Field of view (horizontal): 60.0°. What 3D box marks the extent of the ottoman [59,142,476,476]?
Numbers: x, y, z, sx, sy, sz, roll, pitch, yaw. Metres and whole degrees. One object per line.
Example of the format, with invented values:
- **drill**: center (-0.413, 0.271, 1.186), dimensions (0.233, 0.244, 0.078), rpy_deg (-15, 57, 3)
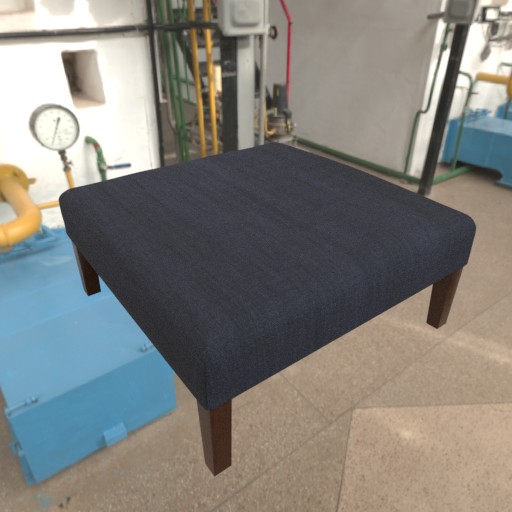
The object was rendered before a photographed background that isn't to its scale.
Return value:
- **ottoman**: center (0.000, 0.000, 1.382), dimensions (0.889, 0.411, 0.890), rpy_deg (-21, 37, -31)
